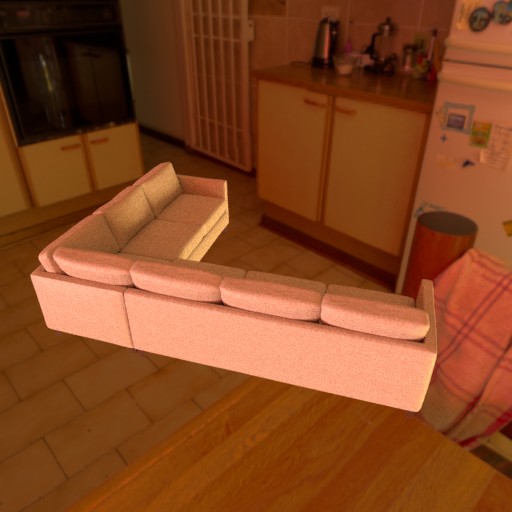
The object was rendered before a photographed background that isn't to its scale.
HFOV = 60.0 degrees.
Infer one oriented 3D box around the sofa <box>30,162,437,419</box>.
[{"bbox_3d":[0.000,0.000,4.500,3.333,0.934,2.522,9,33,14],"label":"sofa"}]
